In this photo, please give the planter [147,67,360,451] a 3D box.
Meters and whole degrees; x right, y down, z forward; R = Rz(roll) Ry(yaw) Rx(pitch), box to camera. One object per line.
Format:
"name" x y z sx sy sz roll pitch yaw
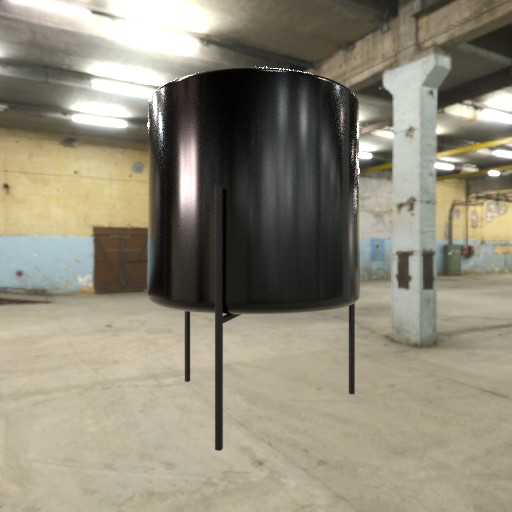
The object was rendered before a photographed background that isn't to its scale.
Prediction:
"planter" 0.000 0.000 0.647 0.310 0.432 0.310 0 0 -1
